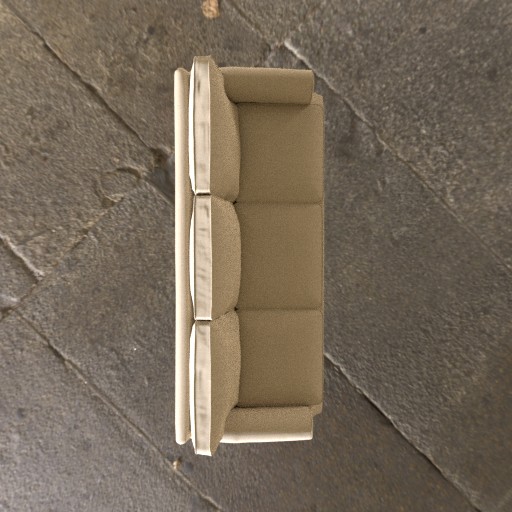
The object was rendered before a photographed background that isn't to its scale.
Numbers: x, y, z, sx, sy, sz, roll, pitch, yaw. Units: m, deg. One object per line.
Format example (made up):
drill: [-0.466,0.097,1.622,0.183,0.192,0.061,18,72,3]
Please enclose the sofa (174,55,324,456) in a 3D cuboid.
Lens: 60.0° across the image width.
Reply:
sofa: [0.000,0.000,2.891,0.966,0.948,2.354,0,91,-2]
